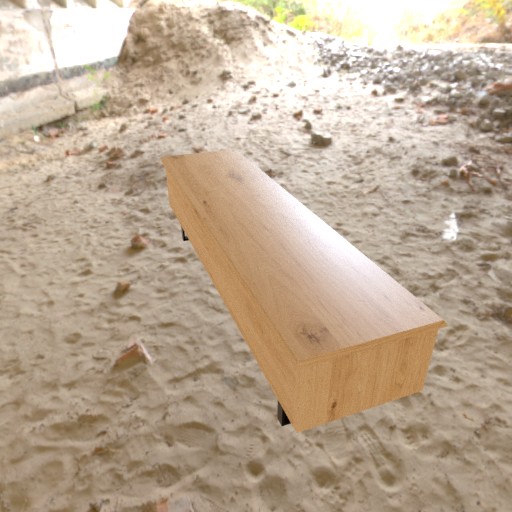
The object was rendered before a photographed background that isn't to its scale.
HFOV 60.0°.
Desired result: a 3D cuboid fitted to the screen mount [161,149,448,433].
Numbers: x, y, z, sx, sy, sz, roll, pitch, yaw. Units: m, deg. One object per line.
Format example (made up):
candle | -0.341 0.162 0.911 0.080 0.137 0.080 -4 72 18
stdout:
screen mount | 0.000 0.000 1.903 0.450 0.430 1.700 -11 31 -18
